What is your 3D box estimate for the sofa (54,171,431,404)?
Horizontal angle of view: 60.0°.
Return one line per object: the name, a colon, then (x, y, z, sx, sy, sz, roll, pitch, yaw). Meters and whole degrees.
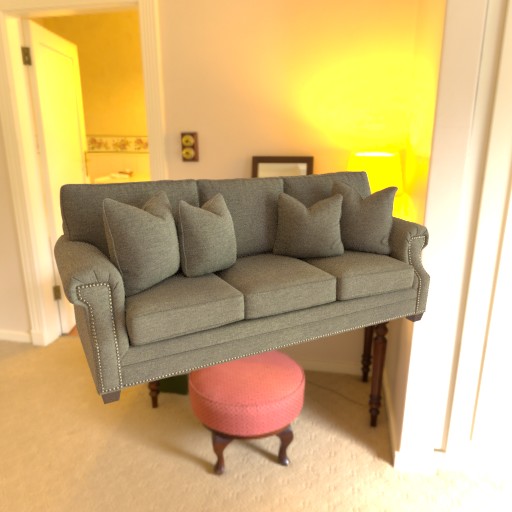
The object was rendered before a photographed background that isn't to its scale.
sofa: (0.000, 0.000, 2.825, 2.312, 0.975, 0.965, -8, 18, -27)
